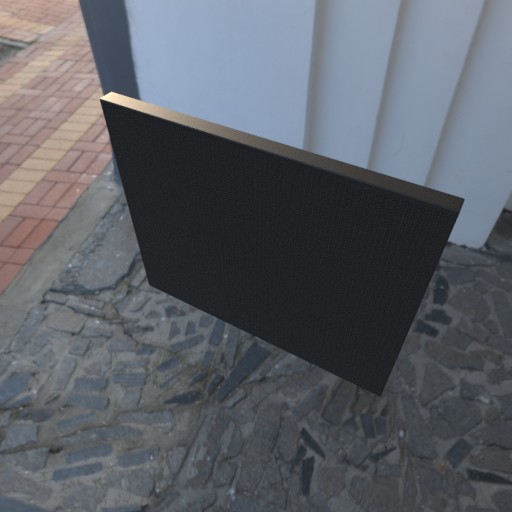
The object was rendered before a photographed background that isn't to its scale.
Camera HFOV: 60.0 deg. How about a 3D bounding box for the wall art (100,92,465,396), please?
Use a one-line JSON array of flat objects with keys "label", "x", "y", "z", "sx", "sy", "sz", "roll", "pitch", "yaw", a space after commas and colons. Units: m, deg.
[{"label": "wall art", "x": 0.000, "y": 0.000, "z": 0.781, "sx": 0.559, "sy": 0.458, "sz": 0.029, "roll": 22, "pitch": 50, "yaw": 20}]
